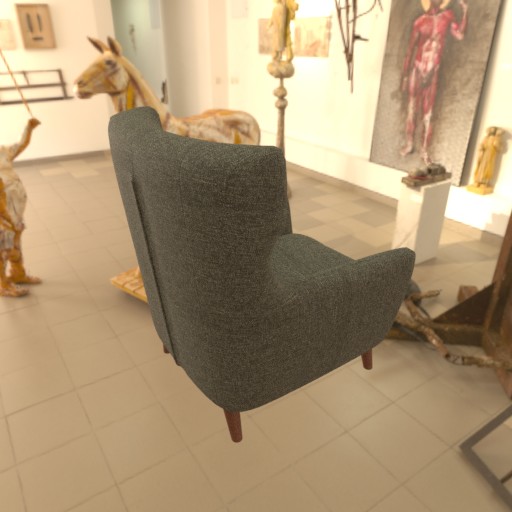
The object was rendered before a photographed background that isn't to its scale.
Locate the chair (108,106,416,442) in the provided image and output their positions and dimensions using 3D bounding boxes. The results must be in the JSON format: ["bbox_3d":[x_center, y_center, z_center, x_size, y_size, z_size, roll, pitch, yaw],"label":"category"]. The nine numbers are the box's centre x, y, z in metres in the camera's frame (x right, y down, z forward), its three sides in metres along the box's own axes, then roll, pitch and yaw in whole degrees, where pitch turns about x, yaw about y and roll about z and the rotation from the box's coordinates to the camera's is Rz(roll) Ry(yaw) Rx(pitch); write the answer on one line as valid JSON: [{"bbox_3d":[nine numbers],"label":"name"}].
[{"bbox_3d":[0.000,0.000,1.728,0.904,1.063,0.878,-17,31,-30],"label":"chair"}]
